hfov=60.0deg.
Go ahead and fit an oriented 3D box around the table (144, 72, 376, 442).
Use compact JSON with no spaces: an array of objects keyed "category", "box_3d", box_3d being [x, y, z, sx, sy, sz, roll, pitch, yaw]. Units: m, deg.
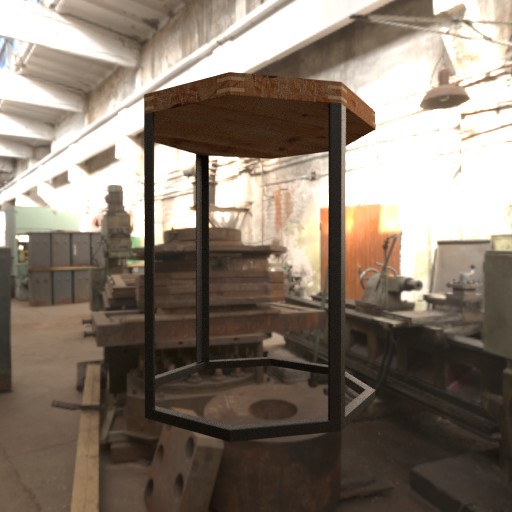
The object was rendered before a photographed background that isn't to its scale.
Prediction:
[{"category":"table","box_3d":[0.000,0.000,0.875,0.458,0.543,0.458,0,1,-35]}]
